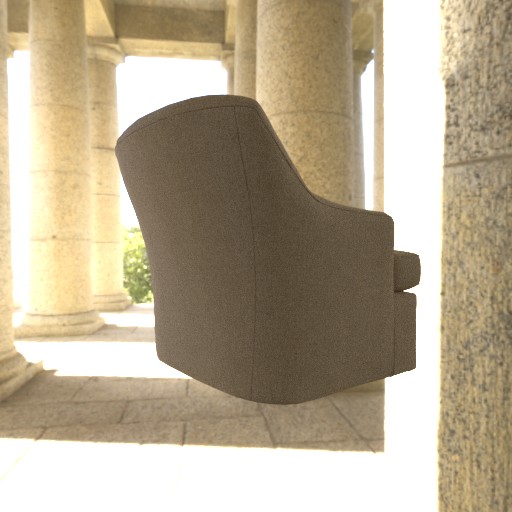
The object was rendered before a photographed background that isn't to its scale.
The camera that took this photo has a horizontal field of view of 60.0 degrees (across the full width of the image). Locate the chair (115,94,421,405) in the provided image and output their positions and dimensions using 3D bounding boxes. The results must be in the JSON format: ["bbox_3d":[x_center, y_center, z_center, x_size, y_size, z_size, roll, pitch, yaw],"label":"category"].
[{"bbox_3d":[0.000,0.000,1.605,0.923,0.856,0.864,0,1,-36],"label":"chair"}]
